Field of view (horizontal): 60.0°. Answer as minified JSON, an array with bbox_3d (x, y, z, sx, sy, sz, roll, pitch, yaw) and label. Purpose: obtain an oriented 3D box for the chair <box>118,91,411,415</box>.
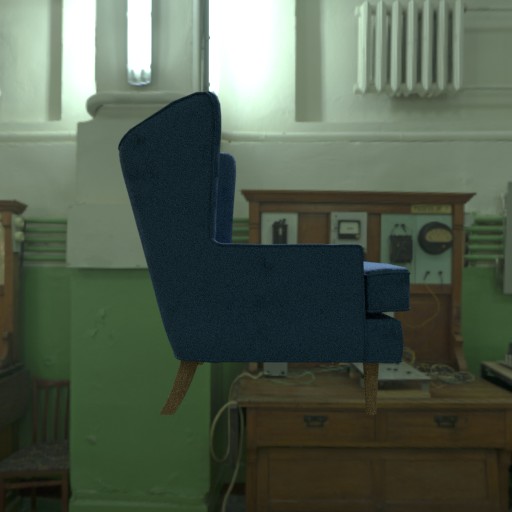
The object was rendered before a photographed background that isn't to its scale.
[{"bbox_3d":[0.000,0.000,1.653,0.910,0.952,0.793,0,-1,1],"label":"chair"}]
